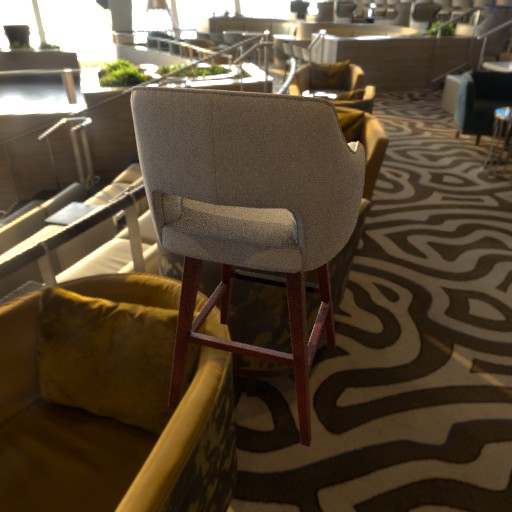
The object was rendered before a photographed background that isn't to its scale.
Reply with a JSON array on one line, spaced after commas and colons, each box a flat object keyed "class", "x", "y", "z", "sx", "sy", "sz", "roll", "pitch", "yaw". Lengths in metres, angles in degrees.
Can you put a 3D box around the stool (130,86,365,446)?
[{"class": "stool", "x": 0.000, "y": 0.000, "z": 1.302, "sx": 0.548, "sy": 1.012, "sz": 0.558, "roll": 9, "pitch": 32, "yaw": 16}]
